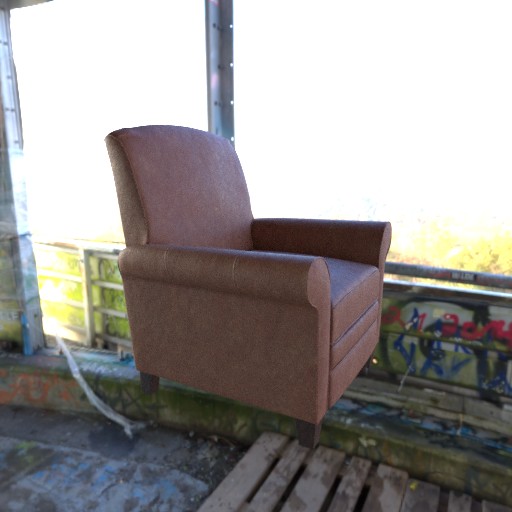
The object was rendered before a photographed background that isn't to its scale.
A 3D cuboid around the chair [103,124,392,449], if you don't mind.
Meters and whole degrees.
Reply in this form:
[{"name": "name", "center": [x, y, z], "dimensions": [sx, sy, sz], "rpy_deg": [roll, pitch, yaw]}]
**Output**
[{"name": "chair", "center": [0.000, 0.000, 1.816], "dimensions": [0.902, 1.061, 0.978], "rpy_deg": [7, 14, 29]}]
